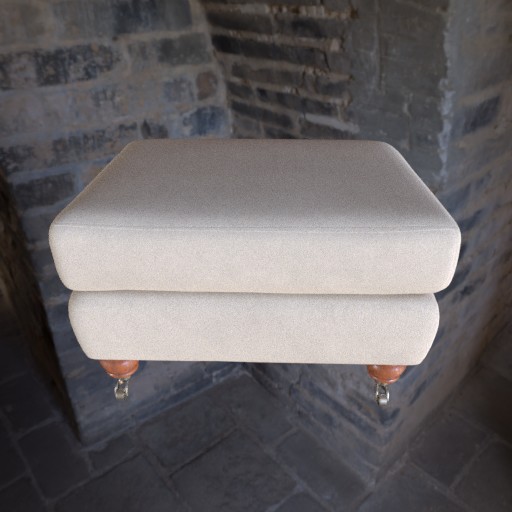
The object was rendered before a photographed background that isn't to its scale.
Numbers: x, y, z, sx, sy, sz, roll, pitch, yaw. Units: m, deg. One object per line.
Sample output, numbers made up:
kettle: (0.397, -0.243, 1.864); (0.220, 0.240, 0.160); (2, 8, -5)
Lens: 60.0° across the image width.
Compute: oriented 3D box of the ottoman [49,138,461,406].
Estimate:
ottoman: (0.000, 0.000, 1.122); (0.773, 0.504, 0.569); (1, 30, 1)
